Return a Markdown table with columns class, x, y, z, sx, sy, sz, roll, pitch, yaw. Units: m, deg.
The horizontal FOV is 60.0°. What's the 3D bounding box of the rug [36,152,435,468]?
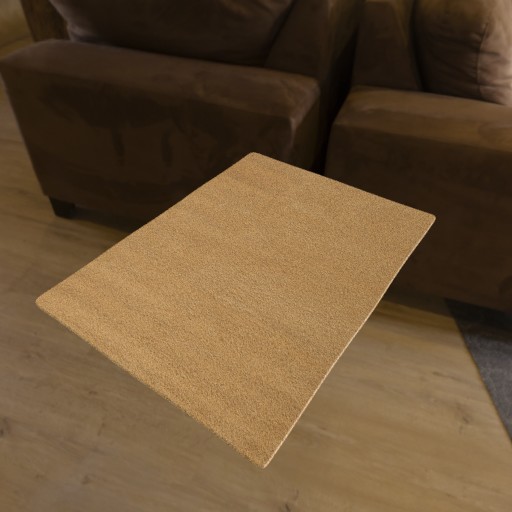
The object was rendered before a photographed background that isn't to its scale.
| class | x | y | z | sx | sy | sz | roll | pitch | yaw |
| --- | --- | --- | --- | --- | --- | --- | --- | --- | --- |
| rug | 0.000 | 0.000 | 2.118 | 1.199 | 0.025 | 1.600 | 25 | 48 | 26 |
